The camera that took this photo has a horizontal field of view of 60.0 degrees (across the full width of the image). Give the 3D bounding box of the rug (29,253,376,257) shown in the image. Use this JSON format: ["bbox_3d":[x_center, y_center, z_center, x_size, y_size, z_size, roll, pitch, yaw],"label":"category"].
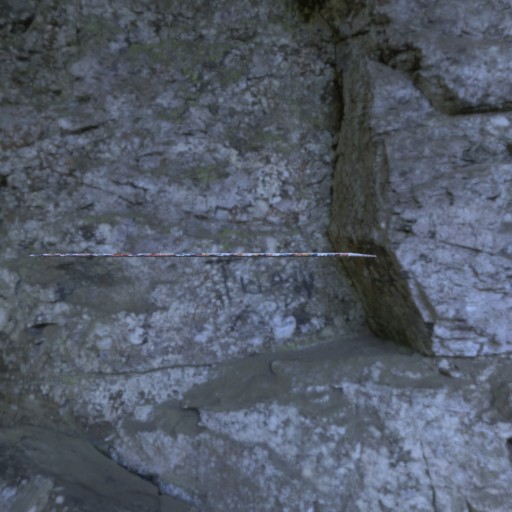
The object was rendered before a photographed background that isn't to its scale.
[{"bbox_3d":[0.000,0.000,2.468,1.218,0.010,1.997,0,0,18],"label":"rug"}]
